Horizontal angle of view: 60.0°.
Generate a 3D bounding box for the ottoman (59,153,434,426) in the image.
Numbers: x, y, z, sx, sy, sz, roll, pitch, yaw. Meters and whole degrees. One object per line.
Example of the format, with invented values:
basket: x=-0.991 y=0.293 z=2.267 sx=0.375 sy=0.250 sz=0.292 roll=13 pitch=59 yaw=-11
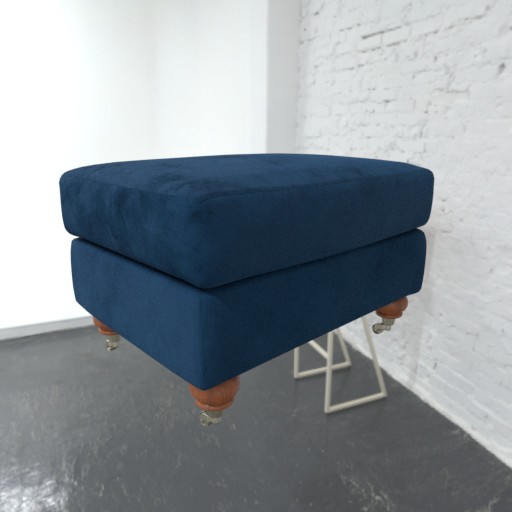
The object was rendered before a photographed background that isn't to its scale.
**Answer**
ottoman: x=0.000 y=0.000 z=1.129 sx=0.773 sy=0.503 sz=0.572 roll=-14 pitch=21 yaw=-41
